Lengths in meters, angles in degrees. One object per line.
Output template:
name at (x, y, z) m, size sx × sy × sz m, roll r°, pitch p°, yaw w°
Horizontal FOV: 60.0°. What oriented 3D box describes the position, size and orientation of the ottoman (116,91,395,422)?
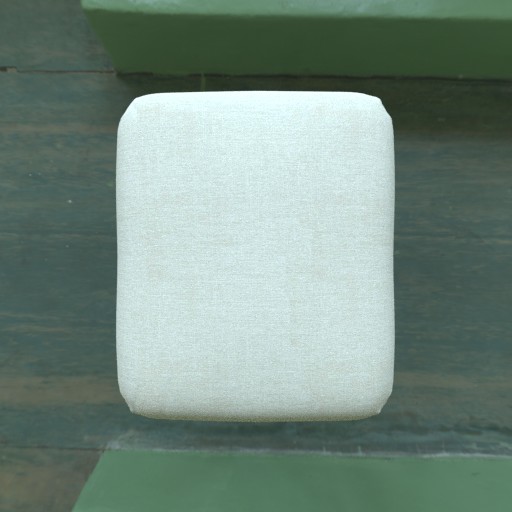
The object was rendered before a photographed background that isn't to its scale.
ottoman at (0.000, 0.000, 1.130) m, size 0.622 × 0.450 × 0.747 m, roll 0°, pitch 91°, yaw 1°
